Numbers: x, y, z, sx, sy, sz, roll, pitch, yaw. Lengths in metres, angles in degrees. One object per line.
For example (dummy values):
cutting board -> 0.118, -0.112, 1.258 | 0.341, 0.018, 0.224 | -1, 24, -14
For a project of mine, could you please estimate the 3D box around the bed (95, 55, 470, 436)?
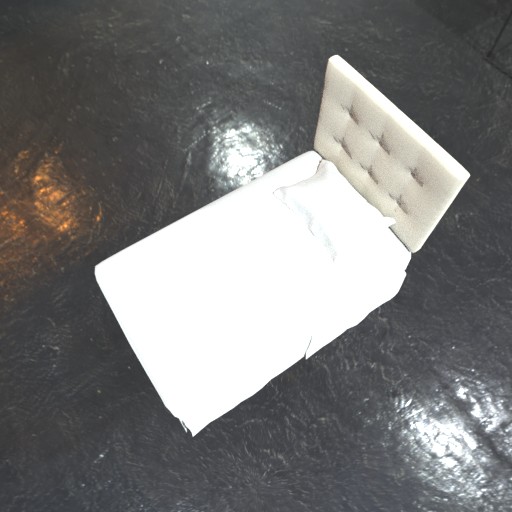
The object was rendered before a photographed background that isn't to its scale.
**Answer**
bed -> 0.000, 0.000, 2.976 | 1.997, 1.571, 1.261 | -30, 66, -15
